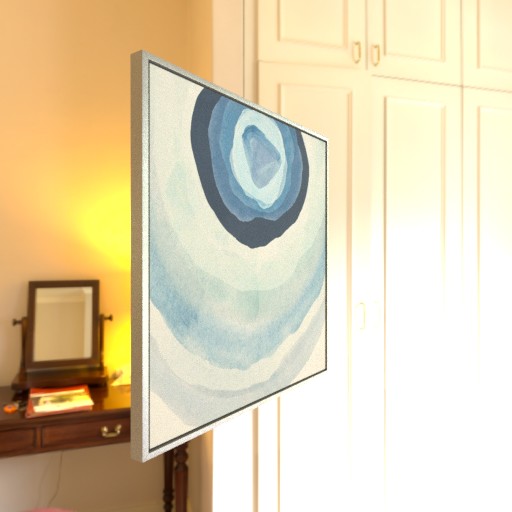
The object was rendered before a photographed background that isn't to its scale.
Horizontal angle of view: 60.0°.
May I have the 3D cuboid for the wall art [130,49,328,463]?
[{"bbox_3d":[0.000,0.000,1.203,0.038,0.807,0.809,0,0,36],"label":"wall art"}]
